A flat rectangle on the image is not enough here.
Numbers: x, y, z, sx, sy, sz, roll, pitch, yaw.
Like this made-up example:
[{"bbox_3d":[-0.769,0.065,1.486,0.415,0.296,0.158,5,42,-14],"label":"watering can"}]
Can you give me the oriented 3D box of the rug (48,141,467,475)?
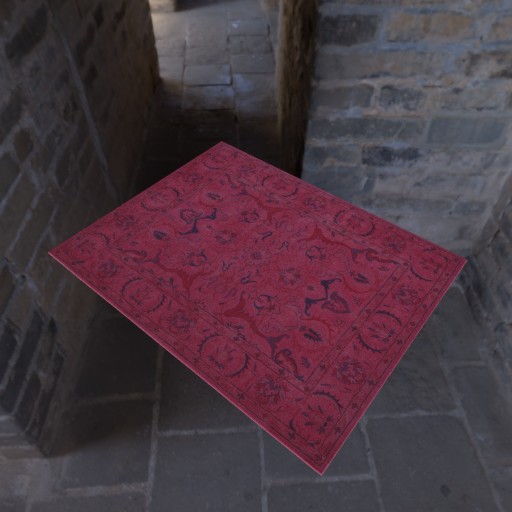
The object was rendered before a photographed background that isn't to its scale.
[{"bbox_3d":[0.000,0.000,3.931,2.929,0.012,2.300,31,55,26],"label":"rug"}]
